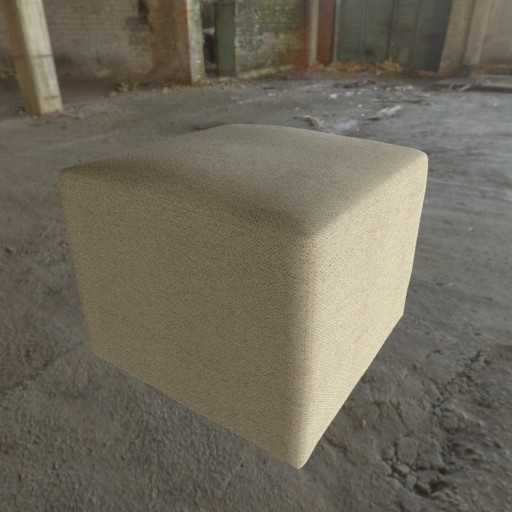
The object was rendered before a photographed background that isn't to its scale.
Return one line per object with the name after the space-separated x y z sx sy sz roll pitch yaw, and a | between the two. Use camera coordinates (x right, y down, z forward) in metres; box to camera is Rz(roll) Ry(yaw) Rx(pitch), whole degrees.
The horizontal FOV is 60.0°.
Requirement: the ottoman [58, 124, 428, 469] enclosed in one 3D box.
0.000 0.000 0.905 0.512 0.453 0.521 17 32 30 | ottoman
